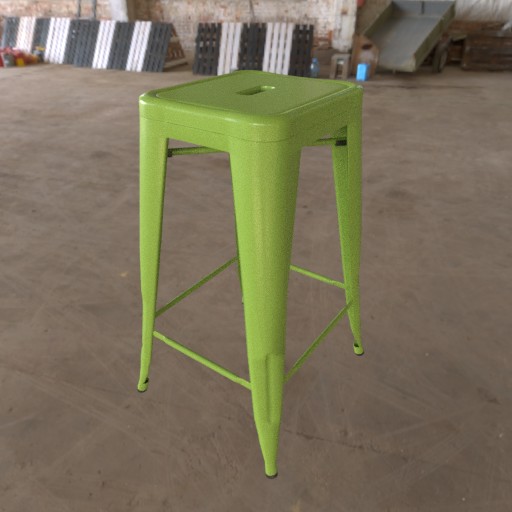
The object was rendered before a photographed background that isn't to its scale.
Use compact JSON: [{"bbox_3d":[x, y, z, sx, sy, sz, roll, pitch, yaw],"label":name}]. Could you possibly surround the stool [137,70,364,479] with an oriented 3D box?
[{"bbox_3d":[0.000,0.000,0.845,0.358,0.609,0.398,21,37,30],"label":"stool"}]
